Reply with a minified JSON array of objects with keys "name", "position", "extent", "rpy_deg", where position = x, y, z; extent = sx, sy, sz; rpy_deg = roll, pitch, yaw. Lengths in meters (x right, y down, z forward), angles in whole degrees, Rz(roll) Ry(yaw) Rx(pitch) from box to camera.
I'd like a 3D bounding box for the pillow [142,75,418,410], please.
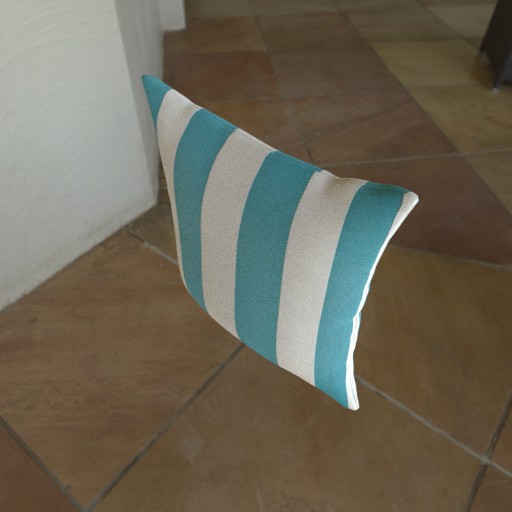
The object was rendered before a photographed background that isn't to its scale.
[{"name":"pillow","position":[0.000,0.000,0.822],"extent":[0.536,0.526,0.189],"rpy_deg":[32,53,28]}]
